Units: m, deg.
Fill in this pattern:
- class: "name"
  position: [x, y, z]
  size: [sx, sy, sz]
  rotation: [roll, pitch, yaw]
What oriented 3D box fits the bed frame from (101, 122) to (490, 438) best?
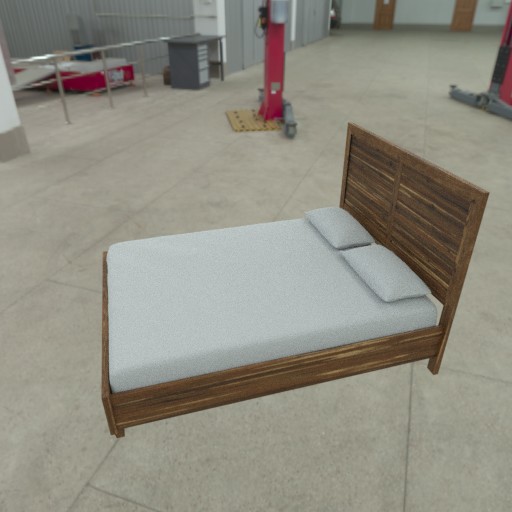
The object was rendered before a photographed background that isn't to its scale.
- class: "bed frame"
  position: [0.000, 0.000, 3.300]
  size: [2.276, 1.417, 1.696]
  rotation: [-8, 31, -14]
